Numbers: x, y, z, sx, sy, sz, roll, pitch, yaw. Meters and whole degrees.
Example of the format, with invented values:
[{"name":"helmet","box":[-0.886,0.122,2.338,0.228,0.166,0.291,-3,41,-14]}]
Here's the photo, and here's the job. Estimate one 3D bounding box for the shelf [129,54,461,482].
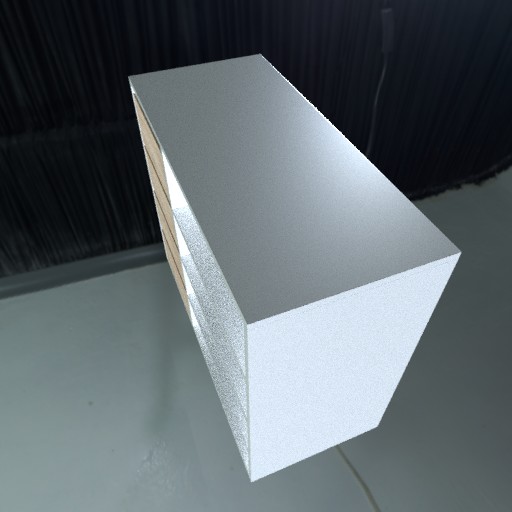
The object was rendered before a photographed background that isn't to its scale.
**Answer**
[{"name":"shelf","box":[0.000,0.000,1.259,0.396,0.732,0.895,-17,49,-15]}]
